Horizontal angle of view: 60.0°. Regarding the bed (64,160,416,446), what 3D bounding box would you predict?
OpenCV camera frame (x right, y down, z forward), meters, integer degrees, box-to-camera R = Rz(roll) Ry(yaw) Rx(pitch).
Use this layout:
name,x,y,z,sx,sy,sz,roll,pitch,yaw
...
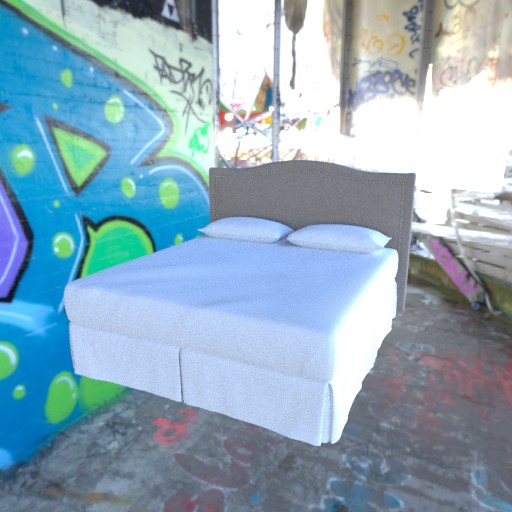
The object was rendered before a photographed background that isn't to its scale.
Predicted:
name,x,y,z,sx,sy,sz,roll,pitch,yaw
bed,0.000,0.000,3.520,2.083,1.421,2.182,7,16,25
